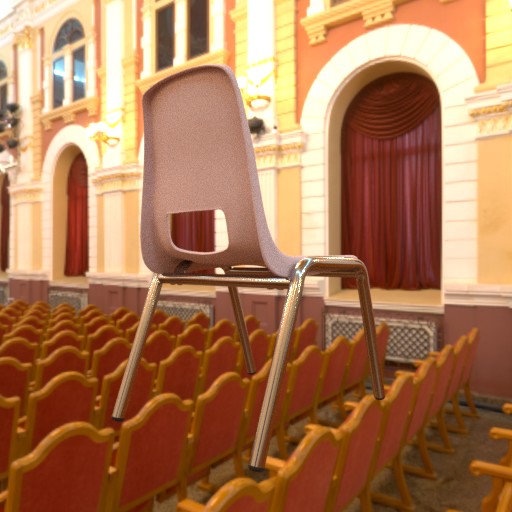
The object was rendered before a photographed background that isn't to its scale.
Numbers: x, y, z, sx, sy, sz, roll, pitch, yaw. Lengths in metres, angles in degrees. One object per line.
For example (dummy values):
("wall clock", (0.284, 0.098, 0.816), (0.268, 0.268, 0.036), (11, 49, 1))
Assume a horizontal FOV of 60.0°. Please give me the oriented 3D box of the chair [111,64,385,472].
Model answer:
("chair", (0.000, 0.000, 0.852), (0.354, 0.586, 0.423), (0, -1, 37))
